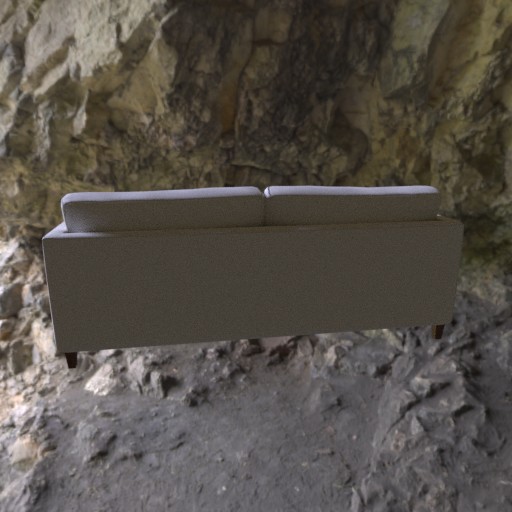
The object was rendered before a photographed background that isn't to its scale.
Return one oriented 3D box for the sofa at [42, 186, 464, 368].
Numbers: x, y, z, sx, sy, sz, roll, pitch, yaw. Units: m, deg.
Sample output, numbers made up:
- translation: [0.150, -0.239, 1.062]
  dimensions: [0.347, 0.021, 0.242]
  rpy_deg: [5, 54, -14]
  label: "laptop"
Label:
- translation: [0.000, 0.000, 2.918]
  dimensions: [2.361, 0.962, 0.951]
  rpy_deg: [-3, 15, -9]
  label: "sofa"
